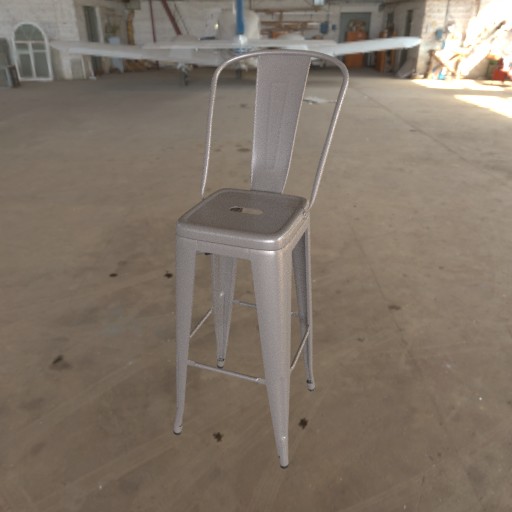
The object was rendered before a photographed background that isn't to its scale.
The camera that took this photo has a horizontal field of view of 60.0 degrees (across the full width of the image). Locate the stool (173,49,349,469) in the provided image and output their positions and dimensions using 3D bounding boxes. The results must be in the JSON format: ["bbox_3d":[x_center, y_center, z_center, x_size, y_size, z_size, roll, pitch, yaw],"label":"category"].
[{"bbox_3d":[0.000,0.000,1.315,0.399,1.096,0.513,9,29,18],"label":"stool"}]
